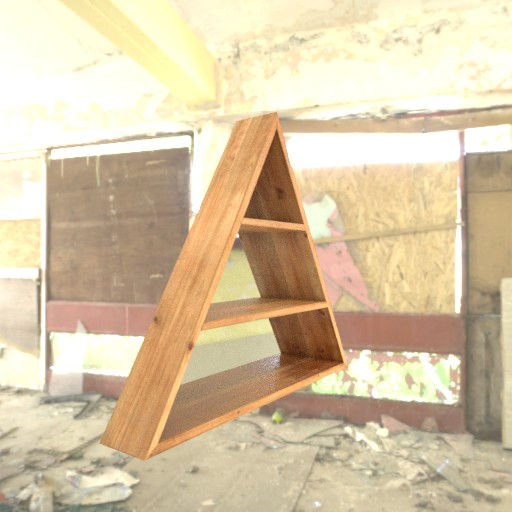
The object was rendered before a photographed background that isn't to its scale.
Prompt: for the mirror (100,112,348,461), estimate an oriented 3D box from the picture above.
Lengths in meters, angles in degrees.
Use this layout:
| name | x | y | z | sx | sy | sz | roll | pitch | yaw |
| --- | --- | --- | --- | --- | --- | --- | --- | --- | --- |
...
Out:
| name | x | y | z | sx | sy | sz | roll | pitch | yaw |
| --- | --- | --- | --- | --- | --- | --- | --- | --- | --- |
| mirror | 0.000 | 0.000 | 0.870 | 0.100 | 0.548 | 0.631 | 0 | 0 | 37 |
